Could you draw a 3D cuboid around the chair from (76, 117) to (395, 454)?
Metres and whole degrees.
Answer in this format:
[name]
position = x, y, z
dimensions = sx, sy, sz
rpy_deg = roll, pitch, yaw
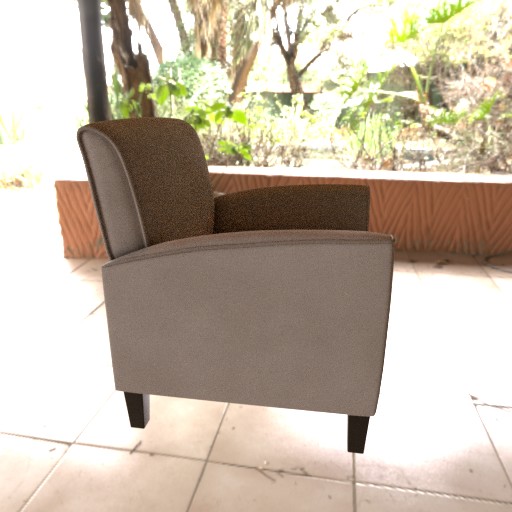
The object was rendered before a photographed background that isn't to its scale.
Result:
[chair]
position = 0.000, 0.000, 1.535
dimensions = 0.820, 0.915, 0.820
rpy_deg = 3, 18, 9
